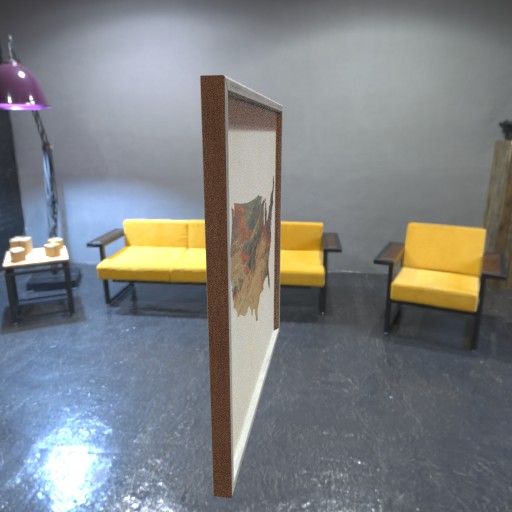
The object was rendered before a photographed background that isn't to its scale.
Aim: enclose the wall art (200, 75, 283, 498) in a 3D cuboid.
[{"bbox_3d":[0.000,0.000,0.444,0.015,0.303,0.303,3,16,9],"label":"wall art"}]
